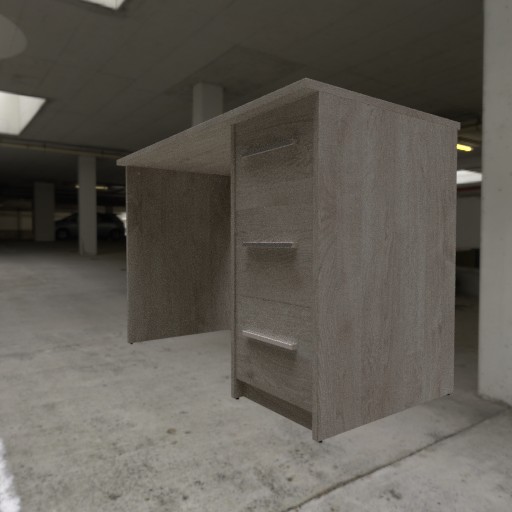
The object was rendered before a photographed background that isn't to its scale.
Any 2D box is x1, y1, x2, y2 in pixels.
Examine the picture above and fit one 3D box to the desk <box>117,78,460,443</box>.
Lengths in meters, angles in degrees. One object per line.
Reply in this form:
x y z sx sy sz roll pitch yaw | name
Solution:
0.000 0.000 1.482 0.560 0.735 1.097 -1 2 -36 | desk
